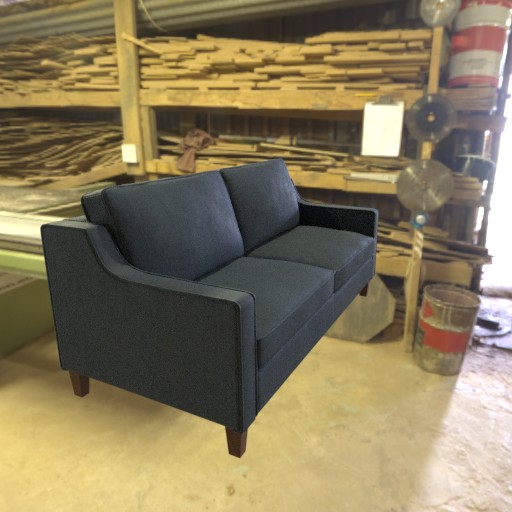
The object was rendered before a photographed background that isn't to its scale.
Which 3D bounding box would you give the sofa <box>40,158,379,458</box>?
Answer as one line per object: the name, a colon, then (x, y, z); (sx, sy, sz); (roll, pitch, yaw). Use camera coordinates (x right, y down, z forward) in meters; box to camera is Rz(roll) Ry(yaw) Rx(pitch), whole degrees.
sofa: (0.000, 0.000, 2.776); (1.066, 1.071, 2.178); (8, 18, 27)
